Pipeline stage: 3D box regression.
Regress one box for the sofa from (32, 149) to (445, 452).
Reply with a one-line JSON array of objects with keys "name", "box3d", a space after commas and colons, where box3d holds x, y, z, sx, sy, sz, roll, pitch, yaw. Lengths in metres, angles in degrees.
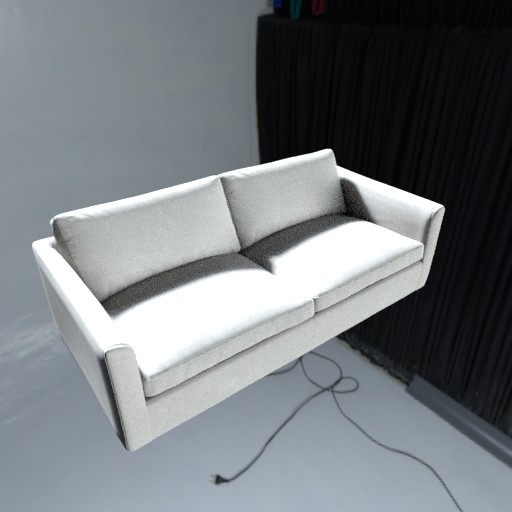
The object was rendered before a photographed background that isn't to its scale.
[{"name": "sofa", "box3d": [0.000, 0.000, 2.716, 2.588, 0.838, 1.090, -21, 36, -32]}]
